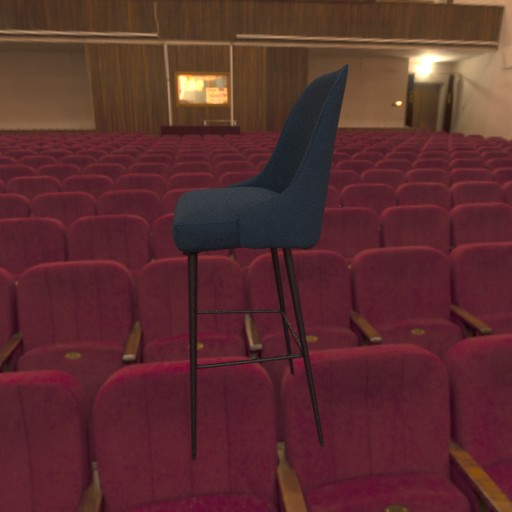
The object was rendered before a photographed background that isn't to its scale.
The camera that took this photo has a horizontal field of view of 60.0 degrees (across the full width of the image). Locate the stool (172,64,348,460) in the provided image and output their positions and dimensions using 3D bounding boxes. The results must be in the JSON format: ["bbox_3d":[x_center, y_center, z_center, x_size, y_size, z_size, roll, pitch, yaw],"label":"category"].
[{"bbox_3d":[0.000,0.000,1.367,0.489,1.079,0.527,-2,15,-7],"label":"stool"}]
